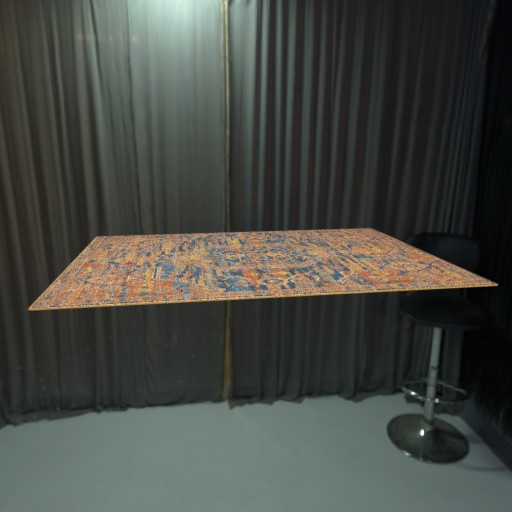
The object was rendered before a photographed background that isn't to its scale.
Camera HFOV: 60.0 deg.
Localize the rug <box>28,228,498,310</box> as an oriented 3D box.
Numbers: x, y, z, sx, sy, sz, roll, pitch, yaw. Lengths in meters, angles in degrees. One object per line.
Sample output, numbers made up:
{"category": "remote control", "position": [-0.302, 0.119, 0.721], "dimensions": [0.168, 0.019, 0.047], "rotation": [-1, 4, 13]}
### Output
{"category": "rug", "position": [0.000, 0.000, 3.679], "dimensions": [2.916, 0.019, 2.043], "rotation": [-2, 14, -9]}
